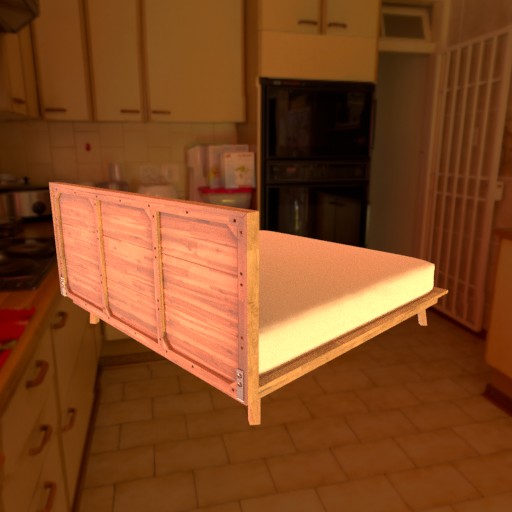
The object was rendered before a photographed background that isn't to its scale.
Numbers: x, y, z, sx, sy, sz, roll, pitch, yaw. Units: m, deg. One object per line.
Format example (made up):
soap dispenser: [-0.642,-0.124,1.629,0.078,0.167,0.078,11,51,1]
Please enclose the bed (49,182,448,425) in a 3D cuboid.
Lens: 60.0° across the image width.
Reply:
bed: [0.000,0.000,3.352,2.167,1.100,2.116,-13,19,-43]
